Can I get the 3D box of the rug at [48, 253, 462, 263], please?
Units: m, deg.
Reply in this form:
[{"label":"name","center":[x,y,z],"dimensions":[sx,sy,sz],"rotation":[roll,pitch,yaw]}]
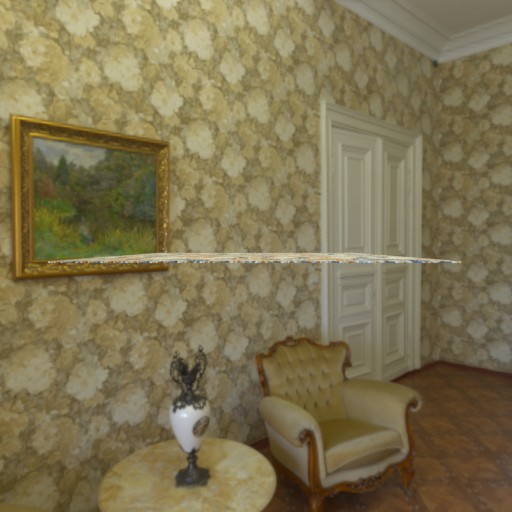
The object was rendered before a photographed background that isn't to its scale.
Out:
[{"label":"rug","center":[0.000,0.000,4.115],"dimensions":[2.439,0.010,3.048],"rotation":[0,1,0]}]
